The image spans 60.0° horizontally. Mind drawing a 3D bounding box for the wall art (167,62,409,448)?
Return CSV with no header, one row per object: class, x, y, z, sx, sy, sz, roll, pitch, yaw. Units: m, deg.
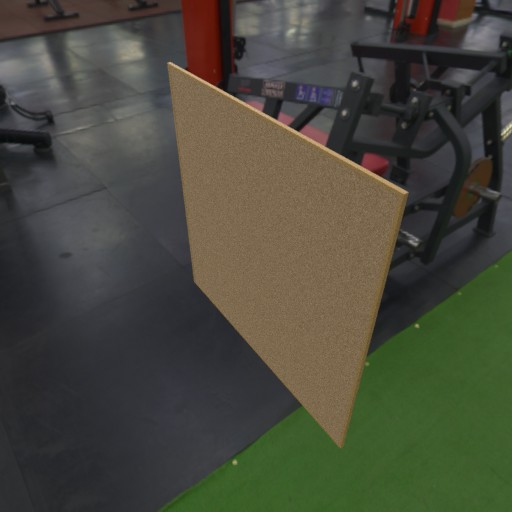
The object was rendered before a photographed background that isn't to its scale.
wall art,0.000,0.000,1.426,0.013,0.959,0.962,-24,46,-26
